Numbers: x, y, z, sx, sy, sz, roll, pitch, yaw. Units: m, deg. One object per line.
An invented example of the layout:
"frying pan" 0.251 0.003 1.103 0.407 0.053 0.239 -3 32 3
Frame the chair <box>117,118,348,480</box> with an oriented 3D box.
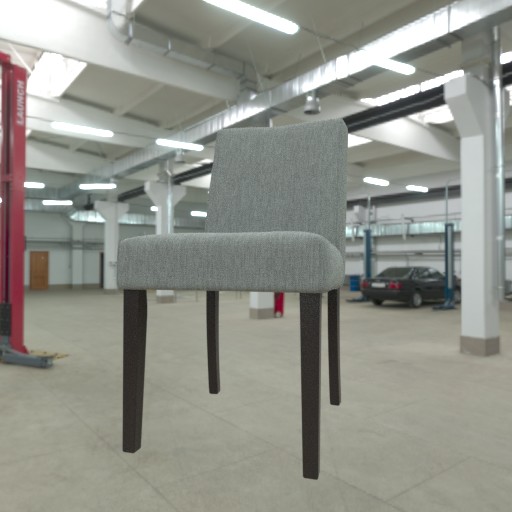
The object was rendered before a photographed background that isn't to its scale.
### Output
"chair" 0.000 0.000 1.218 0.487 0.884 0.629 0 -1 17
